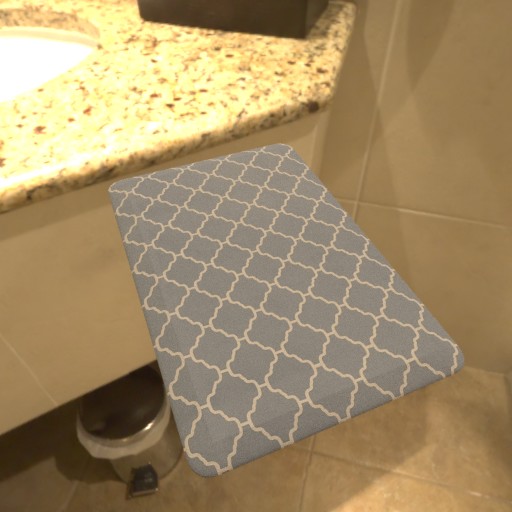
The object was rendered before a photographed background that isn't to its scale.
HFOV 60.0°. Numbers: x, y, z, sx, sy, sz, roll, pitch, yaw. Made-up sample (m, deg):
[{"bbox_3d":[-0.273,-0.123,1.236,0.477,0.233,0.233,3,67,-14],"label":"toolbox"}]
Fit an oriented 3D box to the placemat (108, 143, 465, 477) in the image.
[{"bbox_3d":[0.000,0.000,0.942,0.508,0.021,0.762,-17,49,-15],"label":"placemat"}]
